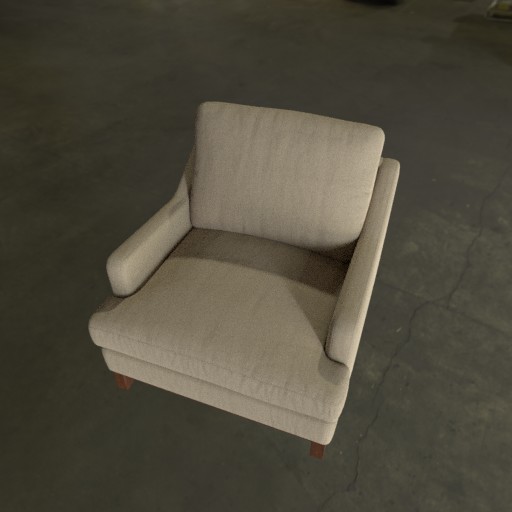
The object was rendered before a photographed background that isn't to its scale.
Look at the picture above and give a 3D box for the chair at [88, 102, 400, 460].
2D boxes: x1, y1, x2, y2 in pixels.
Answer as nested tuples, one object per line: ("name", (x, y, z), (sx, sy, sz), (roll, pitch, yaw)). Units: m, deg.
("chair", (0.000, 0.000, 1.724), (0.912, 0.916, 1.001), (14, 42, 16))
